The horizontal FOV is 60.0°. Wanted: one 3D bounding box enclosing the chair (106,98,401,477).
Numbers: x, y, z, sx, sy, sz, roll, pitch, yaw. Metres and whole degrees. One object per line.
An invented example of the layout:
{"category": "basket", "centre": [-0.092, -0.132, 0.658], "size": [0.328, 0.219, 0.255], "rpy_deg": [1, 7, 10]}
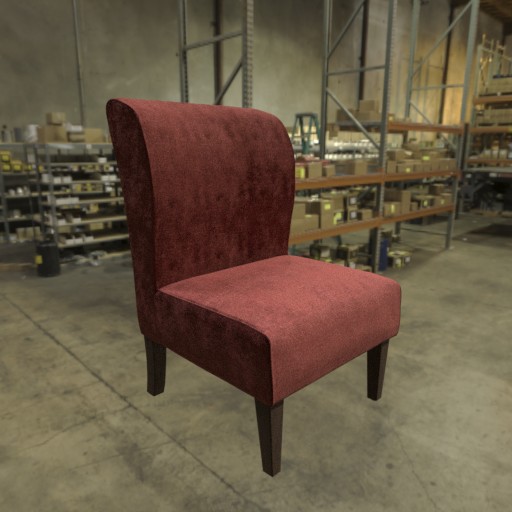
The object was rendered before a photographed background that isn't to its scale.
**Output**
{"category": "chair", "centre": [0.000, 0.000, 1.236], "size": [0.538, 0.846, 0.640], "rpy_deg": [-13, 19, -42]}
